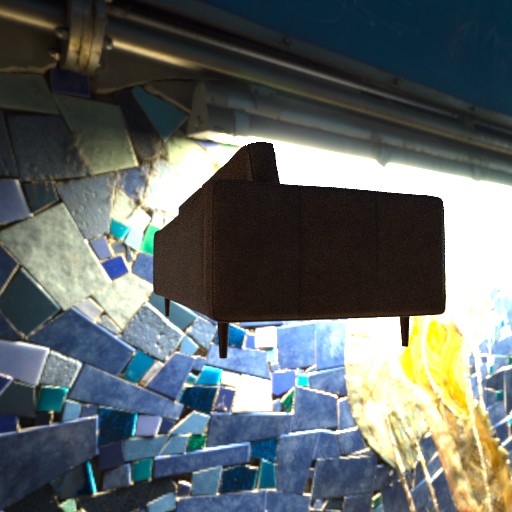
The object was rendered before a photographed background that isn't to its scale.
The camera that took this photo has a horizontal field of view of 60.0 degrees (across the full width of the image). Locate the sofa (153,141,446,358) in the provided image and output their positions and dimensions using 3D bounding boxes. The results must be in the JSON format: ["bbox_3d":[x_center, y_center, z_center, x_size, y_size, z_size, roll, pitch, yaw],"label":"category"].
[{"bbox_3d":[0.000,0.000,2.364,0.910,0.760,1.870,1,-2,-18],"label":"sofa"}]
